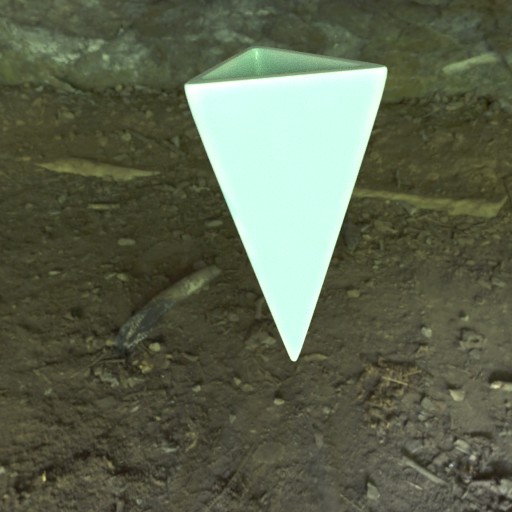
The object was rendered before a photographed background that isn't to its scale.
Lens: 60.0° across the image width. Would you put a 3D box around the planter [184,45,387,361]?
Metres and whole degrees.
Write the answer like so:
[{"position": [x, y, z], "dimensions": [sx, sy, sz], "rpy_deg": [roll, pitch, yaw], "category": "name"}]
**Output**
[{"position": [0.000, 0.000, 0.218], "dimensions": [0.064, 0.178, 0.080], "rpy_deg": [-22, 38, -31], "category": "planter"}]
